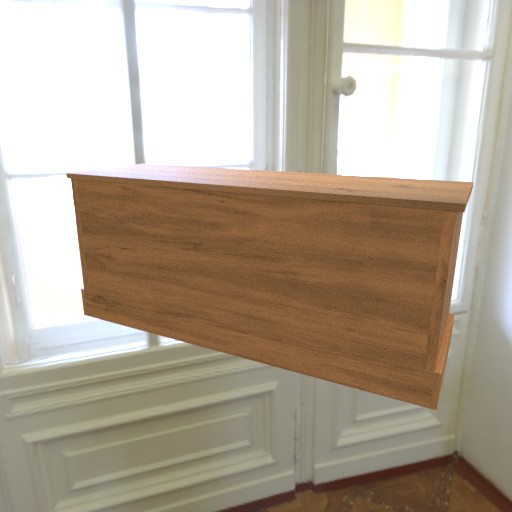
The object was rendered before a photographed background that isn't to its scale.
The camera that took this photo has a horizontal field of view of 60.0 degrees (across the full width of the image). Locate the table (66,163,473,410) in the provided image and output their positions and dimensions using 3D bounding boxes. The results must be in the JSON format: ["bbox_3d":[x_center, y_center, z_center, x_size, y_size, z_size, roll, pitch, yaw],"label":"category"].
[{"bbox_3d":[0.000,0.000,1.441,1.200,0.510,0.400,9,19,26],"label":"table"}]
